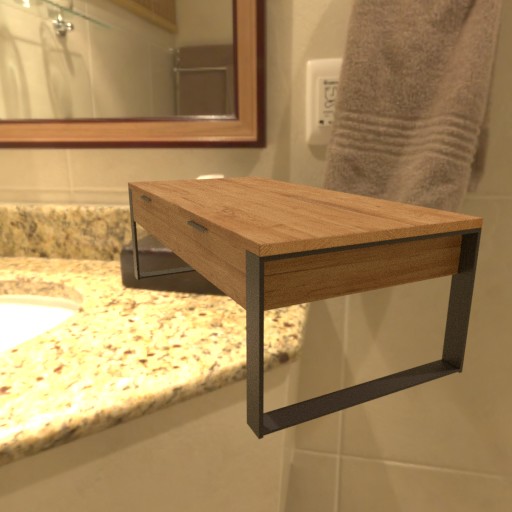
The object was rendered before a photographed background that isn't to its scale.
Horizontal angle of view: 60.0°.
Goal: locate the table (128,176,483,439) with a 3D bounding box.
[{"bbox_3d":[0.000,0.000,1.462,0.590,0.400,1.180,-7,17,-25],"label":"table"}]
